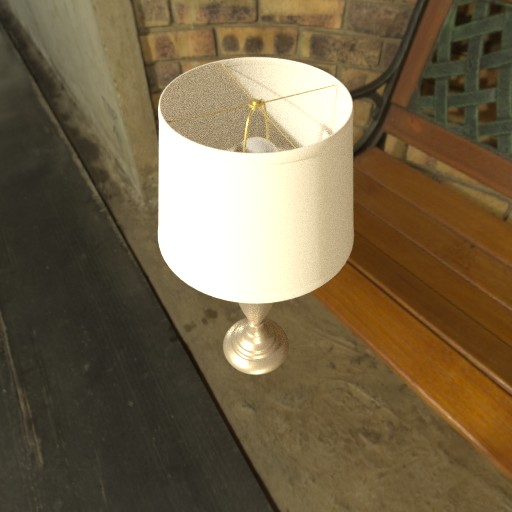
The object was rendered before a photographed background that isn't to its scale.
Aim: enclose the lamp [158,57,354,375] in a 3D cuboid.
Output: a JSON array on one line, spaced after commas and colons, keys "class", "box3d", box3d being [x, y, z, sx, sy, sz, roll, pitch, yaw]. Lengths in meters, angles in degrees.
[{"class": "lamp", "box3d": [0.000, 0.000, 0.808, 0.328, 0.612, 0.328, 0, 47, 0]}]
